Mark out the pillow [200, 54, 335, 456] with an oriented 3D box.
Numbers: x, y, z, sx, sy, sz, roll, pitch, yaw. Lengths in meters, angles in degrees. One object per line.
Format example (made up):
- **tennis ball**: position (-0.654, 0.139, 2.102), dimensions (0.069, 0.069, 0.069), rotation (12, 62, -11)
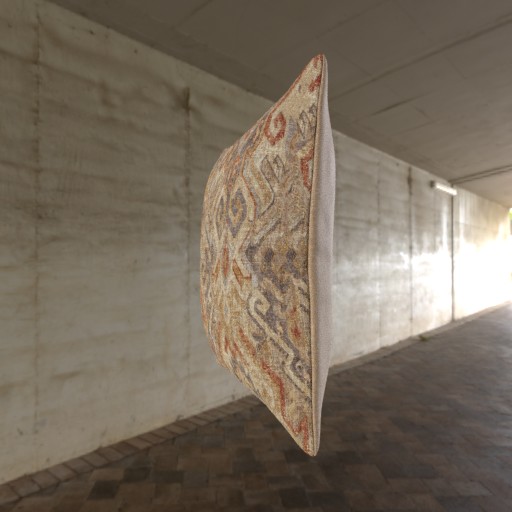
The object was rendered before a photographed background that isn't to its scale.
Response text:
- **pillow**: position (0.000, 0.000, 0.800), dimensions (0.166, 0.506, 0.523), rotation (0, 0, -18)
